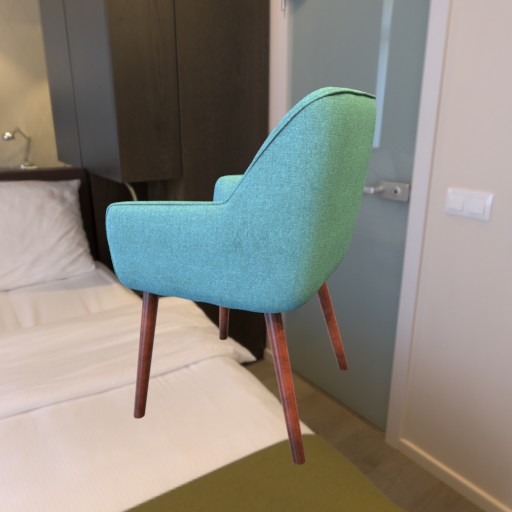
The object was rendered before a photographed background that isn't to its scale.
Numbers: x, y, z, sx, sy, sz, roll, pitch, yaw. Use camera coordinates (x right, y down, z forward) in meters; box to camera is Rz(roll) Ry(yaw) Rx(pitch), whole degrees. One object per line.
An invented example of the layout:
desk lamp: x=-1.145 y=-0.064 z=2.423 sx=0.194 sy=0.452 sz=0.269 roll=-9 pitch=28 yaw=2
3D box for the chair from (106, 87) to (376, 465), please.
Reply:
chair: x=0.000 y=0.000 z=1.160 sx=0.519 sy=0.803 sz=0.543 roll=8 pitch=19 yaw=23
